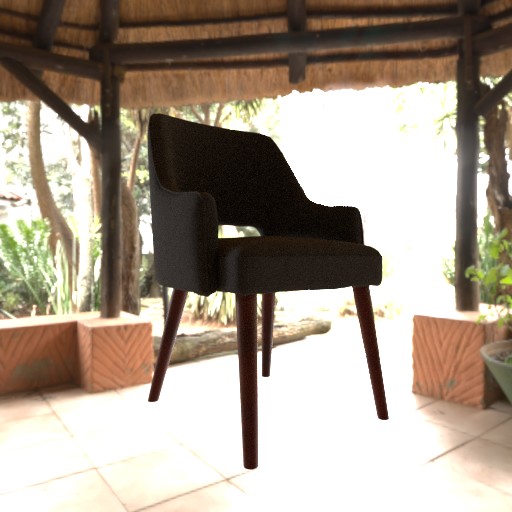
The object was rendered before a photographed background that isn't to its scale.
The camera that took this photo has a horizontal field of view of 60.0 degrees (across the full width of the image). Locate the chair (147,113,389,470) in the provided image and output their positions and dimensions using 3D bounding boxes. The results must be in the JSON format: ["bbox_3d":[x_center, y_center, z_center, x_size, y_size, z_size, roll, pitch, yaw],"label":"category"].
[{"bbox_3d":[0.000,0.000,1.226,0.559,0.838,0.560,-1,1,-37],"label":"chair"}]
